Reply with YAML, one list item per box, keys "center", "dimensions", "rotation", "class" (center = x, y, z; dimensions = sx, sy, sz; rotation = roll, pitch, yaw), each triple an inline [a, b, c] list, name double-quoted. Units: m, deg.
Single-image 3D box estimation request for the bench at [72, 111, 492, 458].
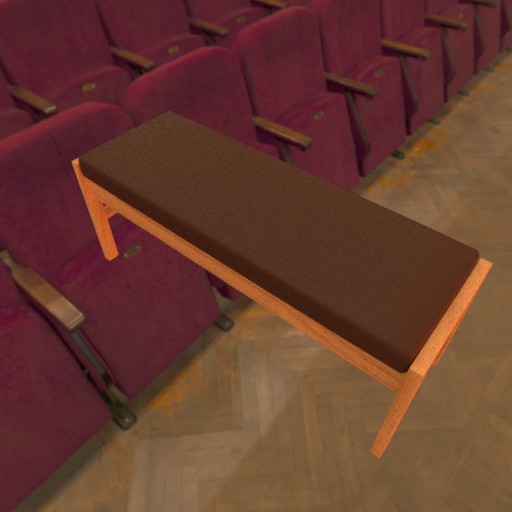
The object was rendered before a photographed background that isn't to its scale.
- center: [0.000, 0.000, 1.410]
  dimensions: [1.200, 0.480, 0.405]
  rotation: [30, 53, 26]
  class: "bench"
